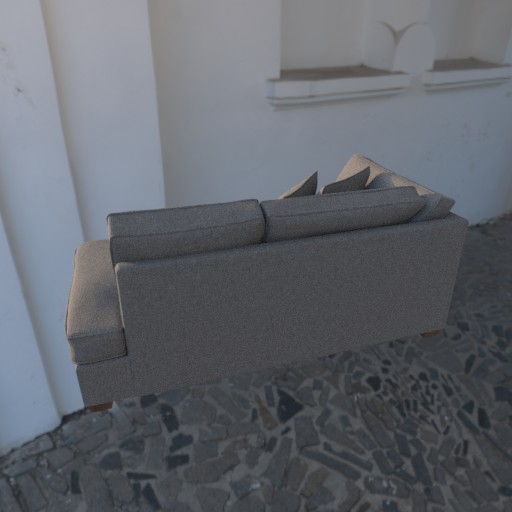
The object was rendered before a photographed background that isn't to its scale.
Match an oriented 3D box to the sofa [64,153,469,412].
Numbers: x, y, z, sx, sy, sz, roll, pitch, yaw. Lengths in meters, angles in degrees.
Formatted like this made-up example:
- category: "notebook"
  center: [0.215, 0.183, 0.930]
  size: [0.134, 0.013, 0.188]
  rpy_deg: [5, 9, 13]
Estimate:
- category: "sofa"
  center: [0.000, 0.000, 2.818]
  size: [2.237, 1.033, 1.110]
  rpy_deg: [-8, 27, -16]
